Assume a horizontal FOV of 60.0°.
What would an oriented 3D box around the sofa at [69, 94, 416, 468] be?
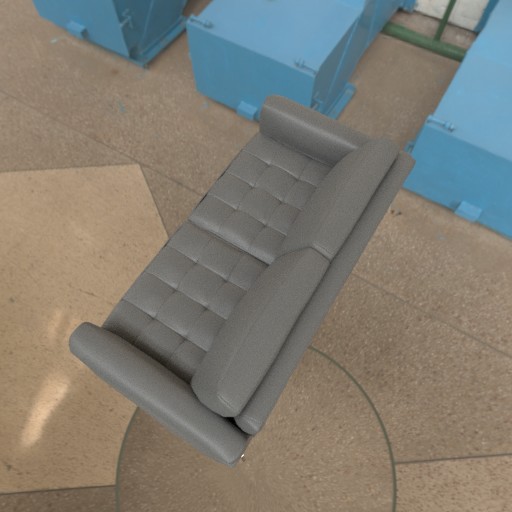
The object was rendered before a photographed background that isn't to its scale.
[{"bbox_3d":[0.000,0.000,2.710,1.121,0.930,2.177,29,68,13],"label":"sofa"}]
